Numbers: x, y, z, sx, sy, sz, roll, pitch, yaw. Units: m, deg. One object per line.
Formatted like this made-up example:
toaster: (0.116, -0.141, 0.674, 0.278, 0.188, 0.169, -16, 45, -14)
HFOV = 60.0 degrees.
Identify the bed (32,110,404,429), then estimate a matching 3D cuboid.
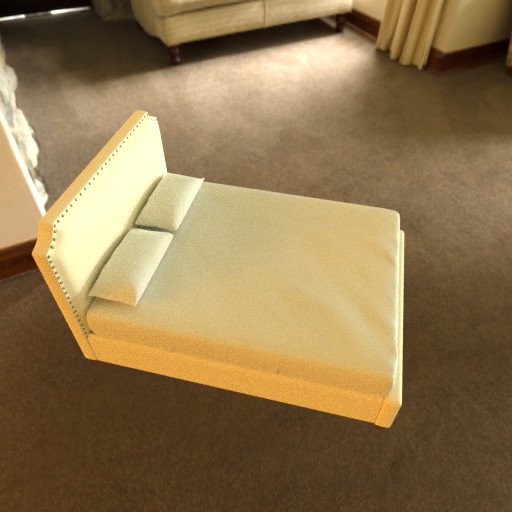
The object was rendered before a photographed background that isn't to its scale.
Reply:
bed: (0.000, 0.000, 3.413, 2.329, 1.415, 1.703, 10, 47, 9)
